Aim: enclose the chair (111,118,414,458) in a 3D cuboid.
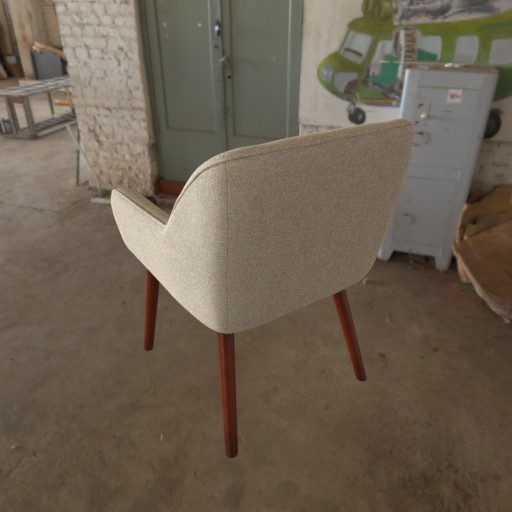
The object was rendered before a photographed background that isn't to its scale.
[{"bbox_3d":[0.000,0.000,1.259,0.610,0.813,0.610,-18,34,-29],"label":"chair"}]
